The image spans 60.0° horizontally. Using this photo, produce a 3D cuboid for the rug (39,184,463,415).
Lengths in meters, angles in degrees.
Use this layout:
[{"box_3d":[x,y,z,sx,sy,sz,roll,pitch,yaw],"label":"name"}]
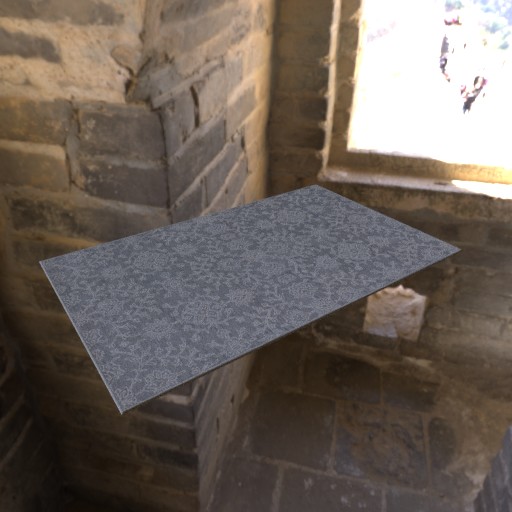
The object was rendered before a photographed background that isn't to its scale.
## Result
[{"box_3d":[0.000,0.000,2.992,2.430,0.010,1.515,-19,35,-30],"label":"rug"}]
